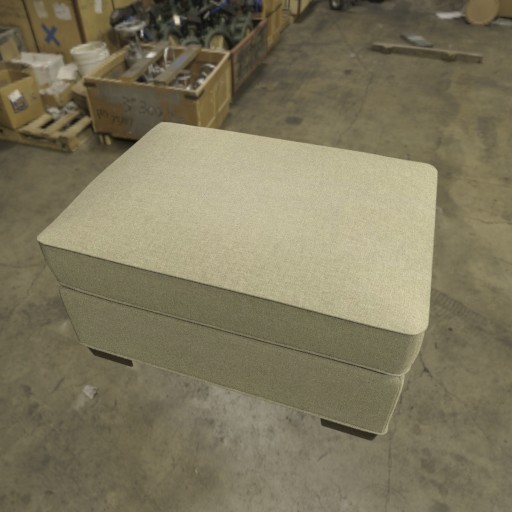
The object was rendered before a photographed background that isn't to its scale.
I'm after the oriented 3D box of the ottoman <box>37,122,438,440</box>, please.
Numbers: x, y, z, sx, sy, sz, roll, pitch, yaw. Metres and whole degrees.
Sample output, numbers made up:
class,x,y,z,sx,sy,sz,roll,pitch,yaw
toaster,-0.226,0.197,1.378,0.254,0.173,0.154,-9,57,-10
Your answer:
class,x,y,z,sx,sy,sz,roll,pitch,yaw
ottoman,0.000,0.000,1.215,0.843,0.504,0.619,13,44,14
